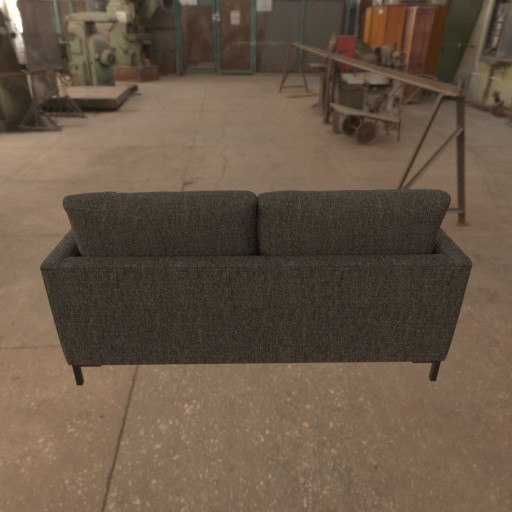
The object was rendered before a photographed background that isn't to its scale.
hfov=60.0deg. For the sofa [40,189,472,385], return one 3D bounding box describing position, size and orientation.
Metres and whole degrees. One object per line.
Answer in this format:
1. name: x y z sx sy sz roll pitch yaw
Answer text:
1. sofa: 0.000 0.000 2.178 1.716 0.862 0.866 0 28 -1
